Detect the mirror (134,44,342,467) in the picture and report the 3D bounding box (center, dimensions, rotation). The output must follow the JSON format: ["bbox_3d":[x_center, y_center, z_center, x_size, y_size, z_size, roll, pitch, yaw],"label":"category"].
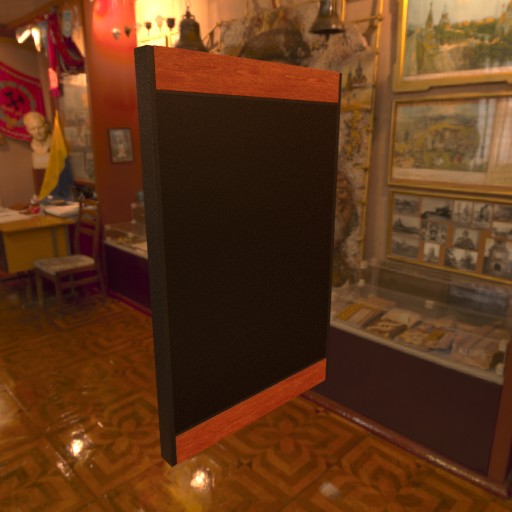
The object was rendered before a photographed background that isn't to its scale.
[{"bbox_3d":[0.000,0.000,1.018,0.525,0.823,0.047,-14,21,-41],"label":"mirror"}]
